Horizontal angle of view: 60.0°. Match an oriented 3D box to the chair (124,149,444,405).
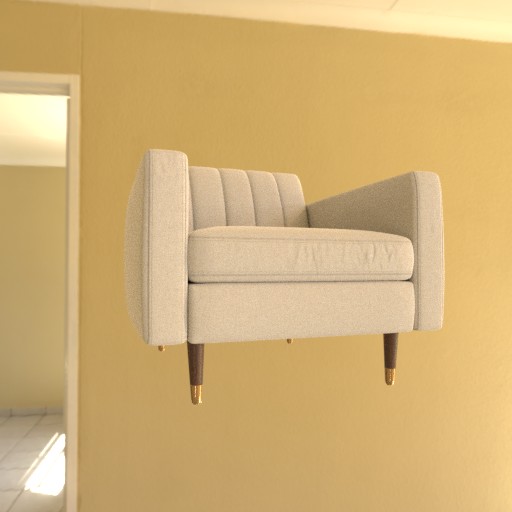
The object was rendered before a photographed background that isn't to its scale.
[{"bbox_3d":[0.000,0.000,1.683,0.953,0.819,0.998,0,-2,-19],"label":"chair"}]
